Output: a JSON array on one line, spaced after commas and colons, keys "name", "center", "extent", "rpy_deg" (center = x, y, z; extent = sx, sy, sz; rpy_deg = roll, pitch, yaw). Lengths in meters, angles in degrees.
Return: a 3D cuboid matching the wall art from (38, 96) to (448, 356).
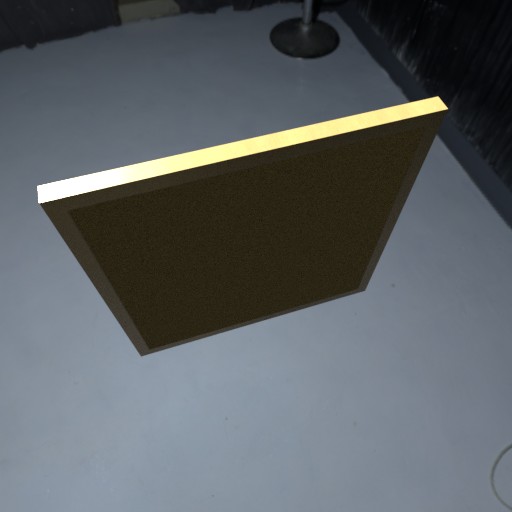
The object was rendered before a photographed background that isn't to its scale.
[{"name": "wall art", "center": [0.000, 0.000, 2.856], "extent": [1.935, 1.936, 0.097], "rpy_deg": [-15, 60, -9]}]
